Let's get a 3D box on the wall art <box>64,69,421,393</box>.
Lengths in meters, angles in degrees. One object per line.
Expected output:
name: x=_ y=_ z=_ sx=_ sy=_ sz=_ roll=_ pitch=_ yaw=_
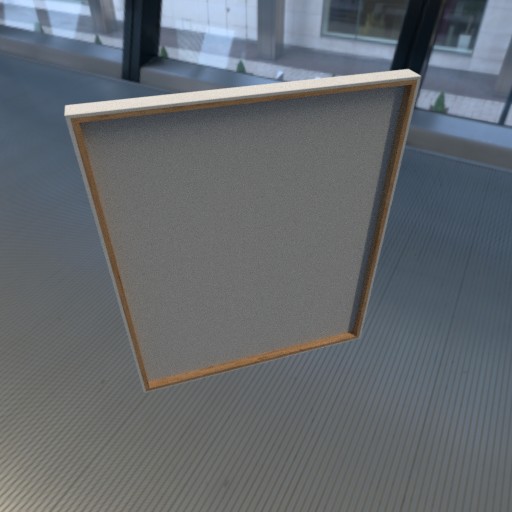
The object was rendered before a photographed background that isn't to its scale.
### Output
wall art: x=0.000 y=0.000 z=0.813 sx=0.508 sy=0.606 sz=0.037 roll=-11 pitch=41 yaw=-13
